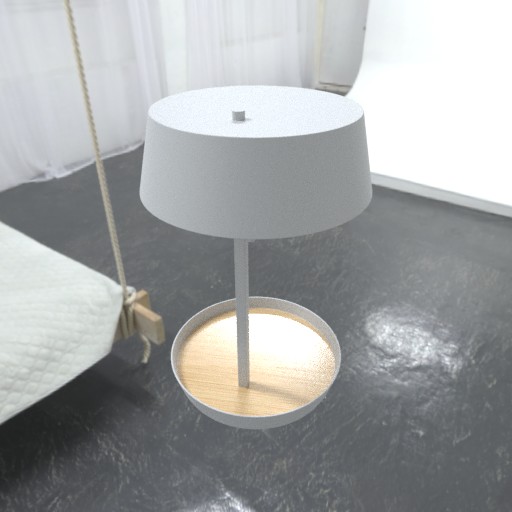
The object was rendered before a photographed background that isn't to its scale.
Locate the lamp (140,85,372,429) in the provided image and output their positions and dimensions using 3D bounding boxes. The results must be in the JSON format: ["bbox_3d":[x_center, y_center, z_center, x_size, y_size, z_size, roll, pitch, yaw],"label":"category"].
[{"bbox_3d":[0.000,0.000,0.624,0.291,0.429,0.291,0,32,0],"label":"lamp"}]
